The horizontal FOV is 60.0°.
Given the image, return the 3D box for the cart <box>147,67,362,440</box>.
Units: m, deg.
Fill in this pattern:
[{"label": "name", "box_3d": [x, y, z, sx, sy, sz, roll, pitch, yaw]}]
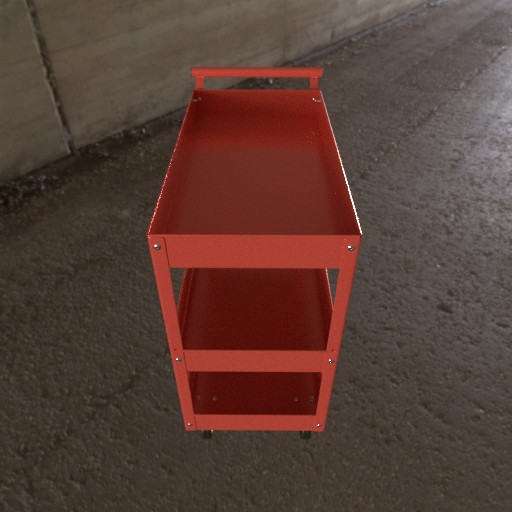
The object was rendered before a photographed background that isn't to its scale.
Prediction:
[{"label": "cart", "box_3d": [0.000, 0.000, 1.211, 0.366, 0.780, 0.719, 0, 40, 0]}]
